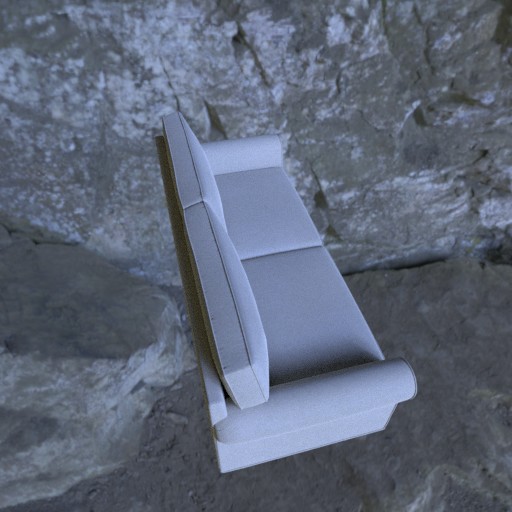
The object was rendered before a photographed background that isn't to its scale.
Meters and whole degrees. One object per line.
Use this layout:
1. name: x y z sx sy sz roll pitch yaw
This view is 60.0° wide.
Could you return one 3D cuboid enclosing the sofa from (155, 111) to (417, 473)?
1. sofa: 0.000 0.000 2.621 0.901 0.962 2.146 -11 47 -10
